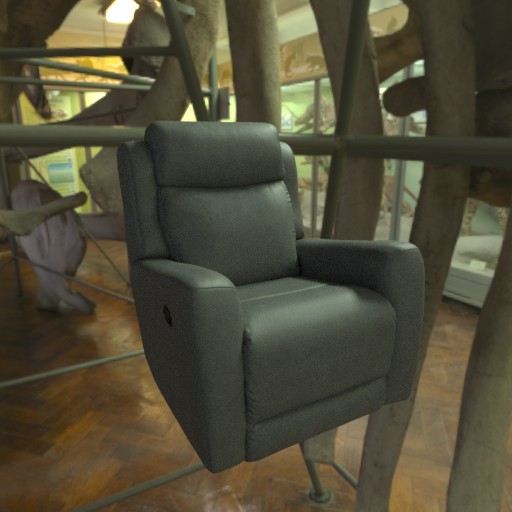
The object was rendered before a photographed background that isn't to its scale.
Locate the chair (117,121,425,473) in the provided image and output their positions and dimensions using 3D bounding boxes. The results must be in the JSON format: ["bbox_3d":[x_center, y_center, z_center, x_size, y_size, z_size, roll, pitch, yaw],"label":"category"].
[{"bbox_3d":[0.000,0.000,1.884,0.965,1.116,1.068,-8,17,-28],"label":"chair"}]
